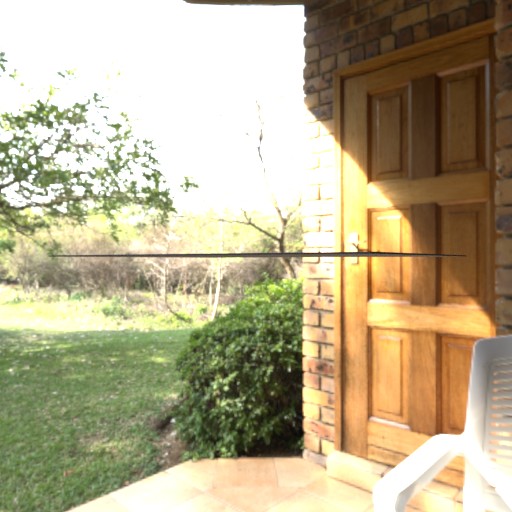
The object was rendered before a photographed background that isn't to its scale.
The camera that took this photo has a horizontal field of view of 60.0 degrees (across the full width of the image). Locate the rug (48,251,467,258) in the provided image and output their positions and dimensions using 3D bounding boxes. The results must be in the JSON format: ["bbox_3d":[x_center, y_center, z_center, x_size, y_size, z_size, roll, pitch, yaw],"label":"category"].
[{"bbox_3d":[0.000,0.000,2.905,2.235,0.008,1.600,0,-1,36],"label":"rug"}]
